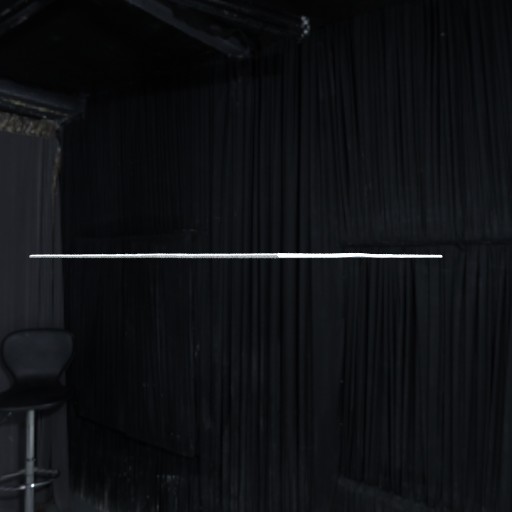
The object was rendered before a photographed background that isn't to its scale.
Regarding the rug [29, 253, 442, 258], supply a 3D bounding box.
[{"bbox_3d":[0.000,0.000,0.889,0.548,0.006,0.639,0,0,37],"label":"rug"}]
